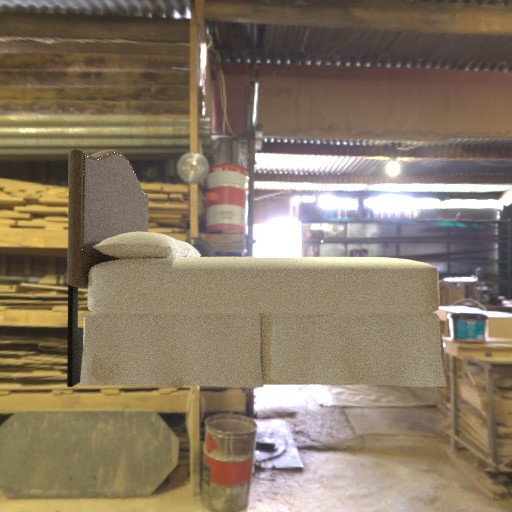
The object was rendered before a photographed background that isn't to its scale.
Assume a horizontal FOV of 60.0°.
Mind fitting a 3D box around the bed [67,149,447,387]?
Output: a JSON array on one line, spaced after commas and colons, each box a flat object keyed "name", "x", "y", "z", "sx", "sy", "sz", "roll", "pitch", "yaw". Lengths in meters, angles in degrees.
[{"name": "bed", "x": 0.000, "y": 0.000, "z": 3.270, "sx": 2.153, "sy": 1.518, "sz": 1.713, "roll": 0, "pitch": -1, "yaw": -1}]
